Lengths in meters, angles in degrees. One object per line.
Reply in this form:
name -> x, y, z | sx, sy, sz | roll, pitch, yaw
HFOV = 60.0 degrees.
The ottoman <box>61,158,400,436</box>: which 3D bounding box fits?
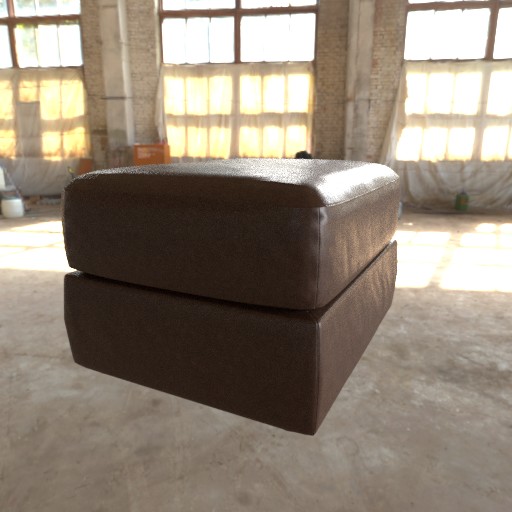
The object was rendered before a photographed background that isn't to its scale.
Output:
ottoman -> 0.000, 0.000, 1.141 | 0.603, 0.476, 0.751 | 7, 16, 26
